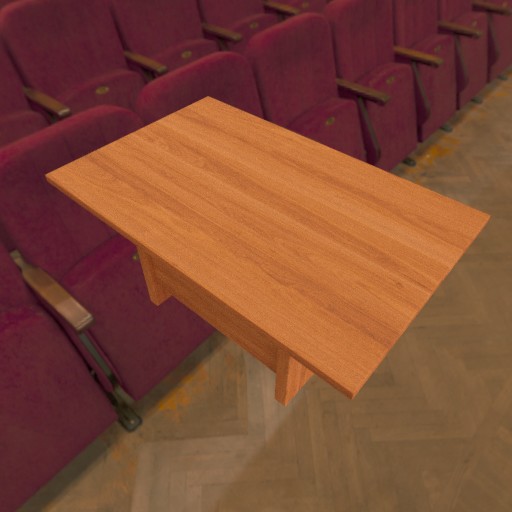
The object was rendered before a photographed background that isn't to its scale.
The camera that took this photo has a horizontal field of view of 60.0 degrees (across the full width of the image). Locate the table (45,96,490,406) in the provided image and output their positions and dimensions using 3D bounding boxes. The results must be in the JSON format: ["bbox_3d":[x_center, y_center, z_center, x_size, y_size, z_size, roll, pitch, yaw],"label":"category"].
[{"bbox_3d":[0.000,0.000,1.466,1.100,0.510,0.700,32,53,28],"label":"table"}]
